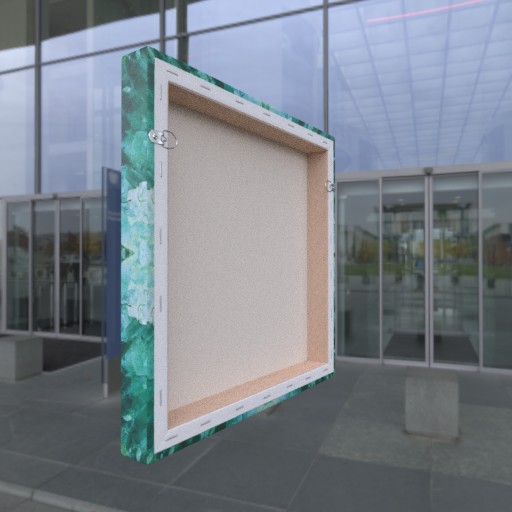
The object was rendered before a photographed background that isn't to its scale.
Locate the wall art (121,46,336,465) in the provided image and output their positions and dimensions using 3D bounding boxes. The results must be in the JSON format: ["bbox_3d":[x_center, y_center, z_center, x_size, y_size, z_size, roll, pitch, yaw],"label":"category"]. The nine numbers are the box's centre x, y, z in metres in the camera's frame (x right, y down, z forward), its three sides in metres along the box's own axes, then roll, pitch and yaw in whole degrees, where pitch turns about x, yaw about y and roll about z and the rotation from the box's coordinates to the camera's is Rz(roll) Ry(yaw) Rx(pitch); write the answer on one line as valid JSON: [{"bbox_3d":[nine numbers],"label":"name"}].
[{"bbox_3d":[0.000,0.000,0.463,0.033,0.313,0.313,0,0,36],"label":"wall art"}]
